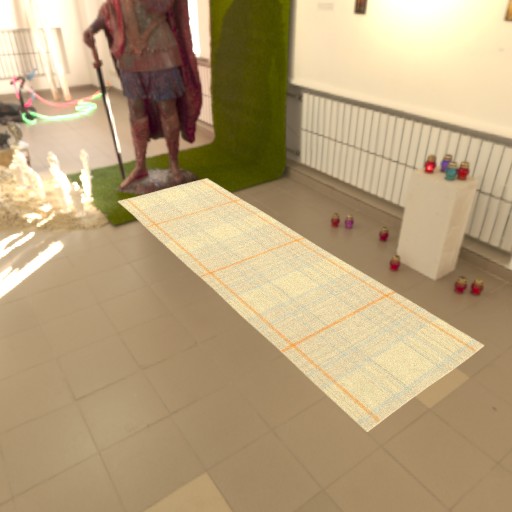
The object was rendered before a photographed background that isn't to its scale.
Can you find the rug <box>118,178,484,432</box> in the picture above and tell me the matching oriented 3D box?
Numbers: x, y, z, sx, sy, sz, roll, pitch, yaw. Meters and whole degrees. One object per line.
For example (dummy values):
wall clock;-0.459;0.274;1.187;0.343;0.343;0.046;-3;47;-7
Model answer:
rug;0.000;0.000;2.638;0.770;0.016;2.442;-21;37;-30
